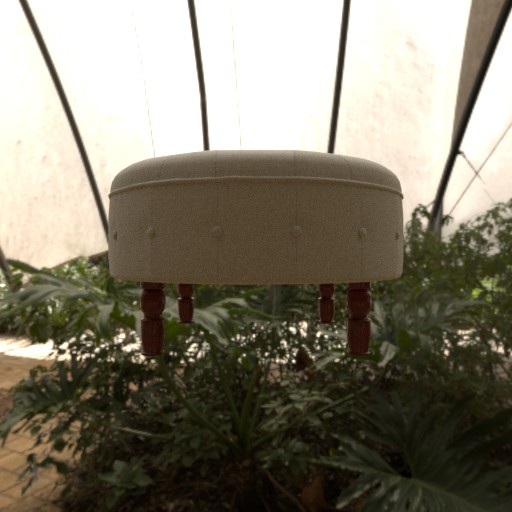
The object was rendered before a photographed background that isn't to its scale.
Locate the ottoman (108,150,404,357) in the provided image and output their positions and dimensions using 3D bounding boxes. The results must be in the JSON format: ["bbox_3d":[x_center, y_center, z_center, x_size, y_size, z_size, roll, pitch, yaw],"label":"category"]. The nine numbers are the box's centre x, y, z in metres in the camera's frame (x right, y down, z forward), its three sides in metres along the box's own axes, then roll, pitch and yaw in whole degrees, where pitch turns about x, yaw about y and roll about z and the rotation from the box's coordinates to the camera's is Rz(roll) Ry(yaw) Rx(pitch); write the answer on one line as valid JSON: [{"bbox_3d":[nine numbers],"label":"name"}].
[{"bbox_3d":[0.000,0.000,1.343,0.850,0.483,0.850,0,0,0],"label":"ottoman"}]
